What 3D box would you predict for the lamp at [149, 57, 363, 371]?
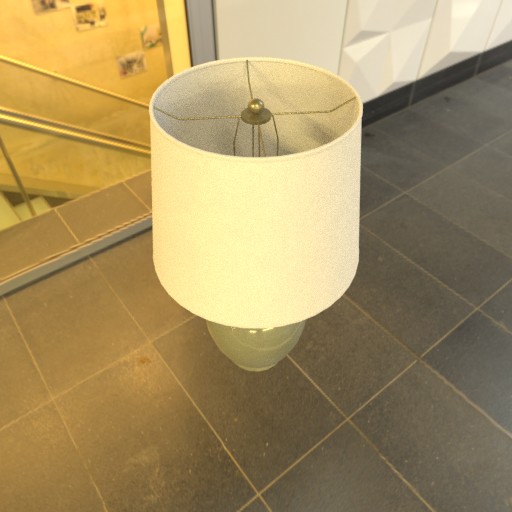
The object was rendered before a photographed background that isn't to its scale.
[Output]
[{"bbox_3d":[0.000,0.000,0.537,0.239,0.399,0.239,0,46,0],"label":"lamp"}]
